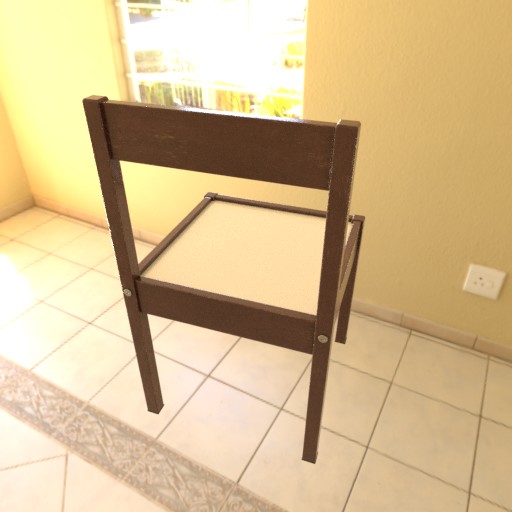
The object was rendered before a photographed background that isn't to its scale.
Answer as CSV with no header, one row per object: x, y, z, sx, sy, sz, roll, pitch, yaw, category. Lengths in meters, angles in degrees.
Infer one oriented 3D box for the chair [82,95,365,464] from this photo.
0.000,0.000,0.668,0.285,0.505,0.285,11,35,16,chair
